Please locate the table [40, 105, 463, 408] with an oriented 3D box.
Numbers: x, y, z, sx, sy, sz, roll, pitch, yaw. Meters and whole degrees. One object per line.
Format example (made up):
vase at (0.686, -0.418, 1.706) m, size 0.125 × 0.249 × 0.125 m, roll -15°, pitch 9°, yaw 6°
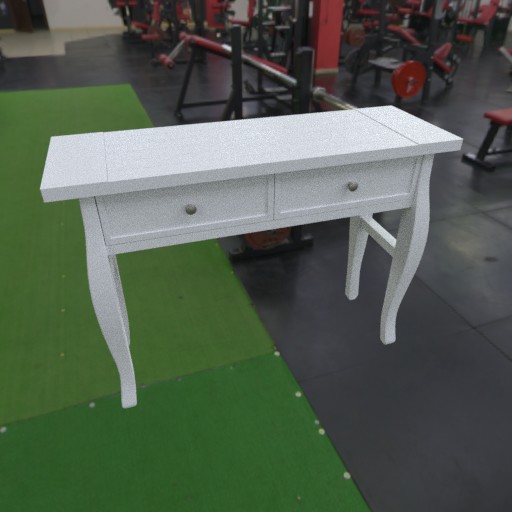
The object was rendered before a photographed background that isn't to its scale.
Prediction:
table at (0.000, 0.000, 1.415) m, size 1.062 × 0.768 × 0.373 m, roll -10°, pitch 35°, yaw -15°
